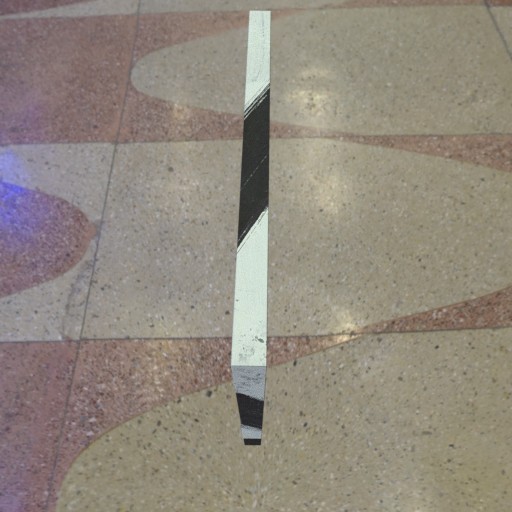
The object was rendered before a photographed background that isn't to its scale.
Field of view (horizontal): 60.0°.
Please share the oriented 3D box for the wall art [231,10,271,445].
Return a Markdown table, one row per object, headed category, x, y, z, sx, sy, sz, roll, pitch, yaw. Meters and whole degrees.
| category | x | y | z | sx | sy | sz | roll | pitch | yaw |
| --- | --- | --- | --- | --- | --- | --- | --- | --- | --- |
| wall art | 0.000 | 0.000 | 1.083 | 0.046 | 0.765 | 0.765 | 1 | 60 | 1 |
